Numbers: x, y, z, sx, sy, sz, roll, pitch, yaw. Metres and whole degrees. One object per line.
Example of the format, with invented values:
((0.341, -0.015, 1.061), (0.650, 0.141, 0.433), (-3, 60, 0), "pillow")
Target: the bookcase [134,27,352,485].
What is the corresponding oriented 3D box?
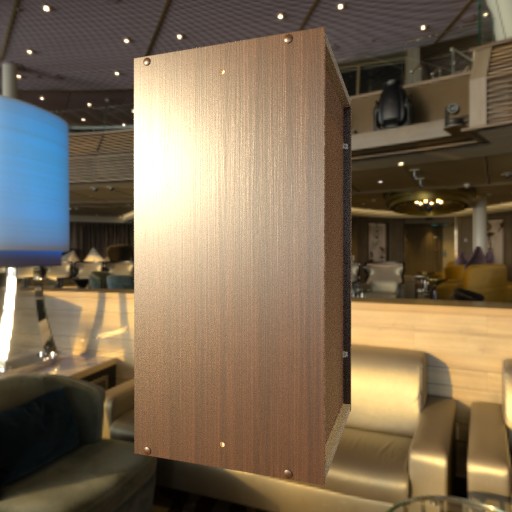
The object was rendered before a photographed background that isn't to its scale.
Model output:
((0.000, 0.000, 0.767), (0.290, 0.600, 0.300), (0, 0, 19), "bookcase")
